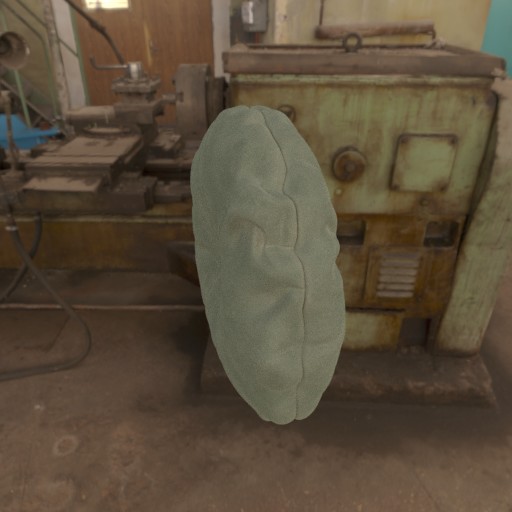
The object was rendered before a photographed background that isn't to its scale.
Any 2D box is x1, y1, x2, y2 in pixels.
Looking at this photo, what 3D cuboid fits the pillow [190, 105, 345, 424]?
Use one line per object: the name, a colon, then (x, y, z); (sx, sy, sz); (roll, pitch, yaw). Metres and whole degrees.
pillow: (0.000, 0.000, 0.634); (0.148, 0.407, 0.428); (-8, 31, -13)
